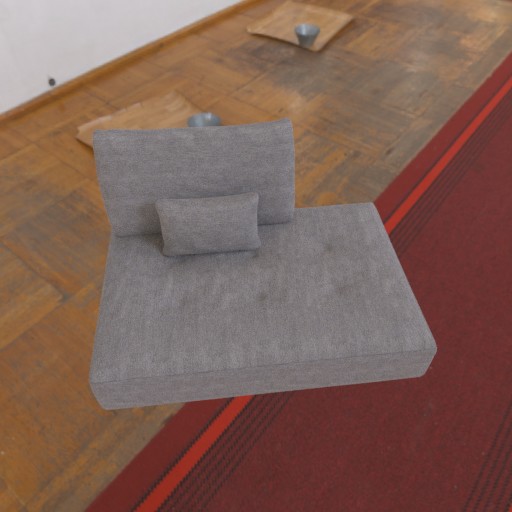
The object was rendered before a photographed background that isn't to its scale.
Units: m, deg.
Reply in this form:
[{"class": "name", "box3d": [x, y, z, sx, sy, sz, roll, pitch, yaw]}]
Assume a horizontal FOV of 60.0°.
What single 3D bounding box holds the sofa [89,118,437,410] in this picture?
[{"class": "sofa", "box3d": [0.000, 0.000, 2.015, 1.450, 0.820, 1.002, -5, 48, -4]}]
